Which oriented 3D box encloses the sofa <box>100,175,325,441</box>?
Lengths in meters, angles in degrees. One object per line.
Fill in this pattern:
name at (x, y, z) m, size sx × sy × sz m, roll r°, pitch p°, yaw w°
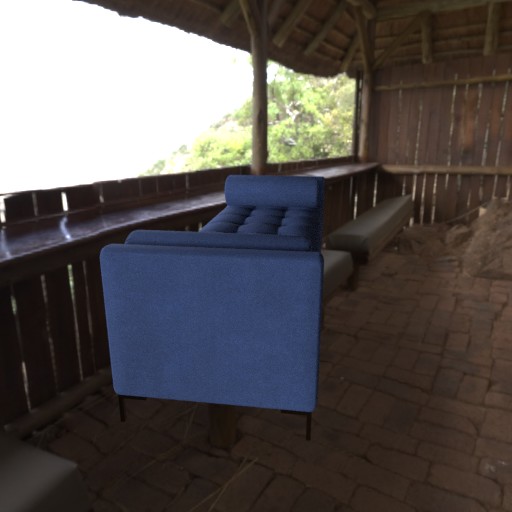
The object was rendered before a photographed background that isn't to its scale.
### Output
sofa at (0.000, 0.000, 2.323) m, size 0.686 × 0.635 × 1.981 m, roll 2°, pitch 17°, yaw 8°
